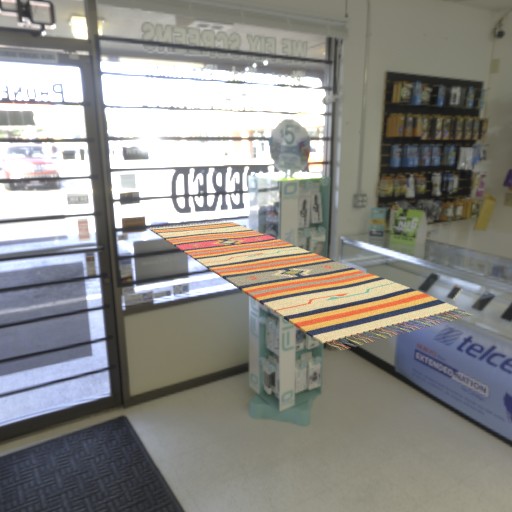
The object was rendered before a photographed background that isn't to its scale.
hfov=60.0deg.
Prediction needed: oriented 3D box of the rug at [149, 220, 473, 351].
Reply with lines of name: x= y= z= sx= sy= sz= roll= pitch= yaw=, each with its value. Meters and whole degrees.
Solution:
rug: x=0.000 y=0.000 z=2.663 sx=0.695 sy=0.017 sz=2.455 roll=-7 pitch=16 yaw=-27
